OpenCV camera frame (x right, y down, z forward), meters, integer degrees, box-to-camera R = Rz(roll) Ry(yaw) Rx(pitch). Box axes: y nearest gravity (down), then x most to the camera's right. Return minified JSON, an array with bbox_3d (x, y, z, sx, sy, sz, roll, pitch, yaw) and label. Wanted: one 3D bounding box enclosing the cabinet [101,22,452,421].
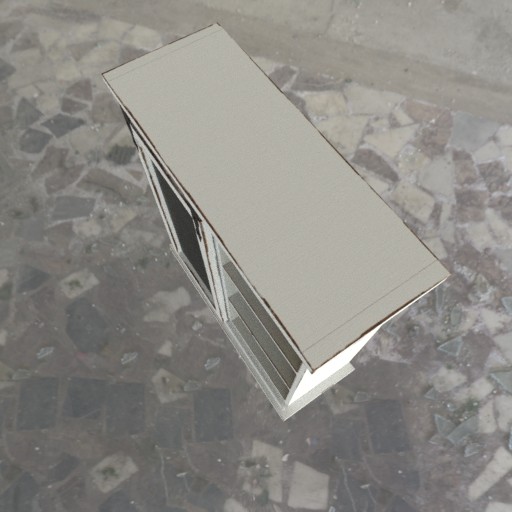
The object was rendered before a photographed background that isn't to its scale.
[{"bbox_3d":[0.000,0.000,0.880,0.210,0.603,0.541,-31,68,-14],"label":"cabinet"}]
